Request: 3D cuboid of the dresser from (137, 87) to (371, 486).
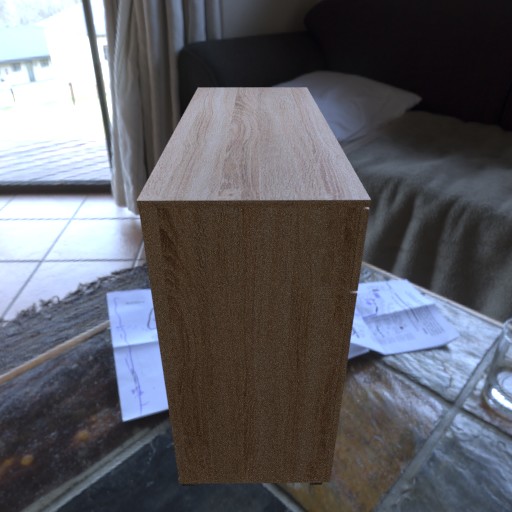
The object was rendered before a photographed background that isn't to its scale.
[{"bbox_3d":[0.000,0.000,1.520,0.450,0.900,1.100,0,31,0],"label":"dresser"}]
